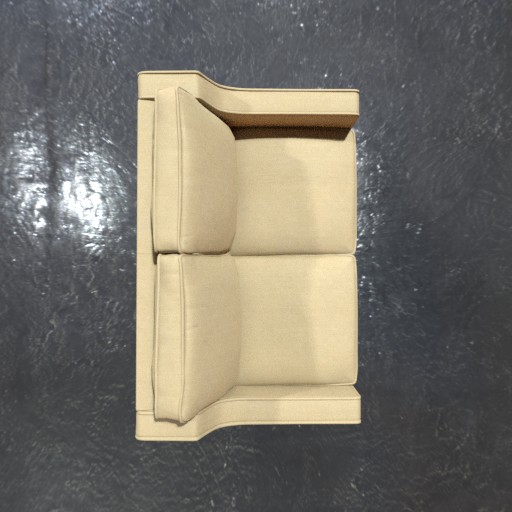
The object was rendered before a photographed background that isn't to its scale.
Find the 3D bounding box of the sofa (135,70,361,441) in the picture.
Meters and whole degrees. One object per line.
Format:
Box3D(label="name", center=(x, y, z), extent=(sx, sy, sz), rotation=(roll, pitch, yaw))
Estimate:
Box3D(label="sofa", center=(0.000, 0.000, 2.139), extent=(0.987, 0.971, 1.501), rotation=(0, 89, 0))
